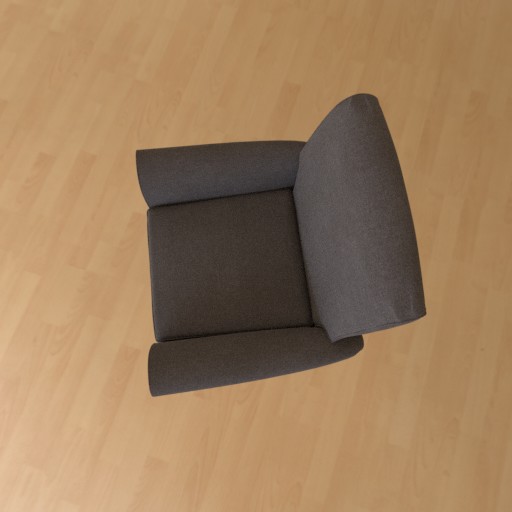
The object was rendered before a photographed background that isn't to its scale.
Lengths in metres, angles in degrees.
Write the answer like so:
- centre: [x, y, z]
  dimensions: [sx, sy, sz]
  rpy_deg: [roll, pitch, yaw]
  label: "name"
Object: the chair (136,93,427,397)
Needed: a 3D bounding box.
- centre: [0.000, 0.000, 1.779]
  dimensions: [0.905, 1.061, 0.978]
  rpy_deg: [-7, 75, -2]
  label: "chair"
